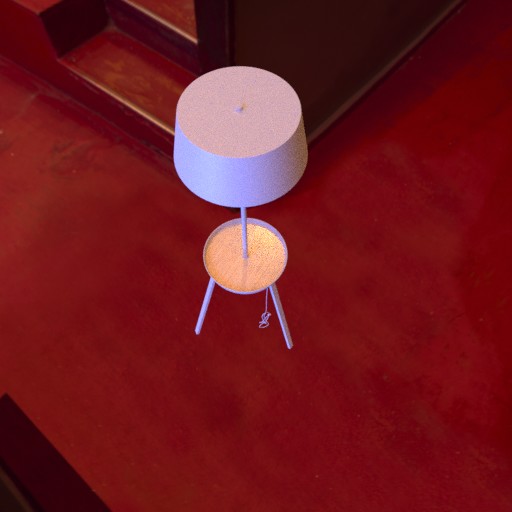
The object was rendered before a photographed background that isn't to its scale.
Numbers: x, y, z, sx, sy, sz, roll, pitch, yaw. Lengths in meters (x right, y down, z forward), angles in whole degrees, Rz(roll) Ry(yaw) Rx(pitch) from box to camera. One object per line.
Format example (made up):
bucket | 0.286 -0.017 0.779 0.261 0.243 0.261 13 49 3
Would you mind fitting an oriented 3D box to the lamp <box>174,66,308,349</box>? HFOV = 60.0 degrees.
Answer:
lamp | 0.000 0.000 1.680 0.468 1.429 0.508 35 68 17
